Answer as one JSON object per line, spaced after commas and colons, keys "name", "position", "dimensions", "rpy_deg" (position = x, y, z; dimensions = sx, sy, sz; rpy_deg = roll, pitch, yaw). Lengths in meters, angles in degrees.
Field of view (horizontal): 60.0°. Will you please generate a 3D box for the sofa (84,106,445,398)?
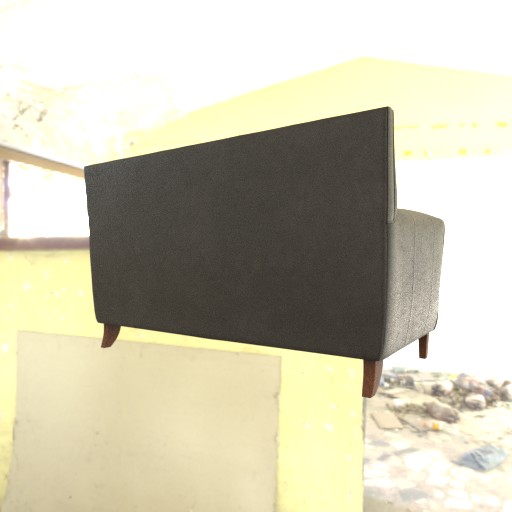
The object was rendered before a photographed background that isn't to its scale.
{"name": "sofa", "position": [0.000, 0.000, 2.009], "dimensions": [1.473, 0.871, 0.787], "rpy_deg": [0, 0, 35]}
